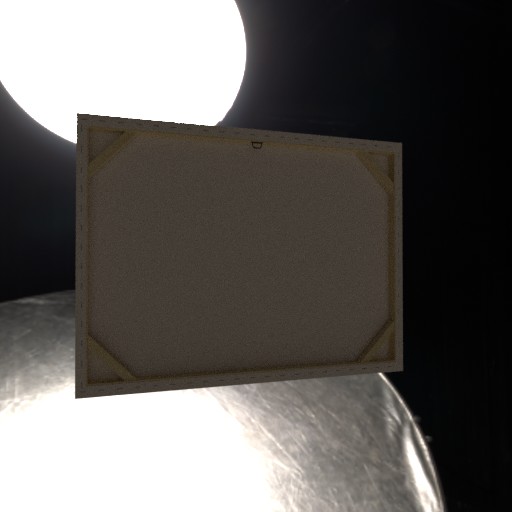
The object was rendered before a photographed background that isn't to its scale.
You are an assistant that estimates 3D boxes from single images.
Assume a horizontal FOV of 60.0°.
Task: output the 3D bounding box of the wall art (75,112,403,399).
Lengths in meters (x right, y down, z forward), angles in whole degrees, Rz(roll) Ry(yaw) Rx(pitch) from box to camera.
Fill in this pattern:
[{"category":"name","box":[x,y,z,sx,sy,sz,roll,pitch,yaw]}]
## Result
[{"category":"wall art","box":[0.000,0.000,1.348,1.016,0.762,0.038,0,-1,-18]}]
